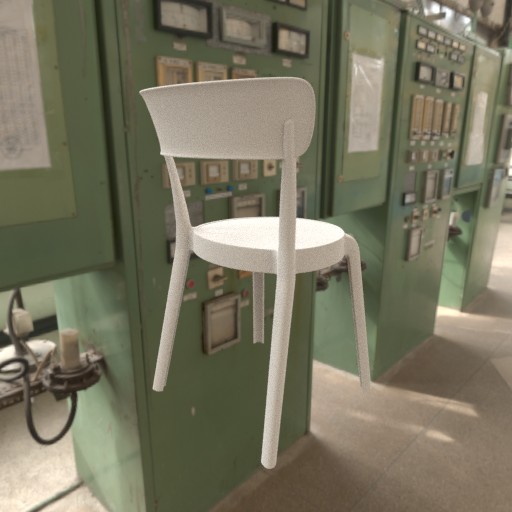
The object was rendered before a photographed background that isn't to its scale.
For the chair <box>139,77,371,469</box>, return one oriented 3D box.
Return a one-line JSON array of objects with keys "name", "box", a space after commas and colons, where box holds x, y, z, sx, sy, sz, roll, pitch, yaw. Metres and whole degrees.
[{"name": "chair", "box": [0.000, 0.000, 1.131, 0.506, 0.790, 0.491, 15, 21, 42]}]
